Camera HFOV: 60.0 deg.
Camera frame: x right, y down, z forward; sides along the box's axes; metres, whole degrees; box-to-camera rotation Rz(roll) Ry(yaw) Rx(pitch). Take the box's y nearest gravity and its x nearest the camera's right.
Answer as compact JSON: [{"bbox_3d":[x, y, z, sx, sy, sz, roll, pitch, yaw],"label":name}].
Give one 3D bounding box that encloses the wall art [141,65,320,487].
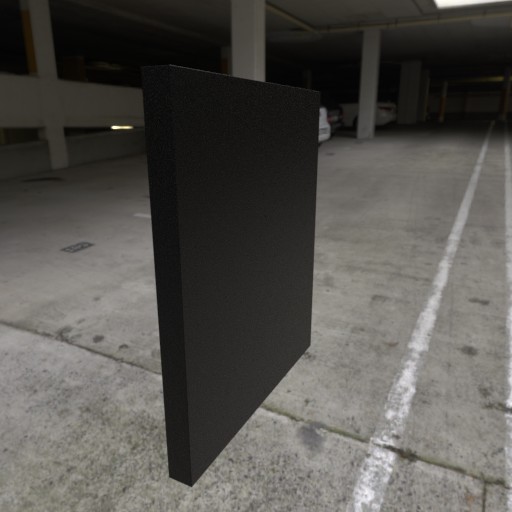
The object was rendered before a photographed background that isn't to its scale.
[{"bbox_3d":[0.000,0.000,0.522,0.028,0.380,0.325,8,19,26],"label":"wall art"}]
